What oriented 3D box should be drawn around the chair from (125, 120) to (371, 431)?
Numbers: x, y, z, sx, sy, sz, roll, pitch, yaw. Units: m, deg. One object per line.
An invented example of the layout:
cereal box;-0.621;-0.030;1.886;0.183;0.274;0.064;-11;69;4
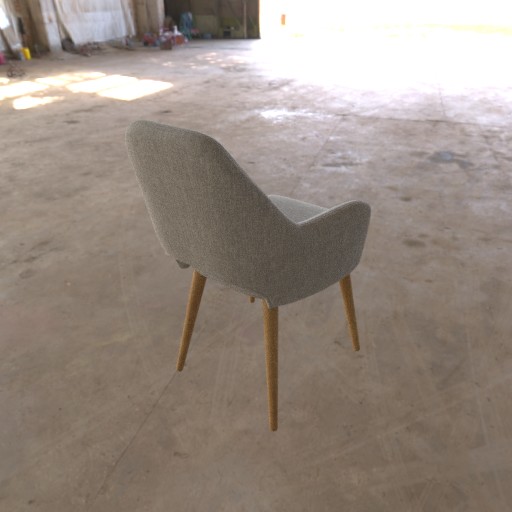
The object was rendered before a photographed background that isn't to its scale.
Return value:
chair;0.000;0.000;1.256;0.590;0.840;0.610;21;36;32
